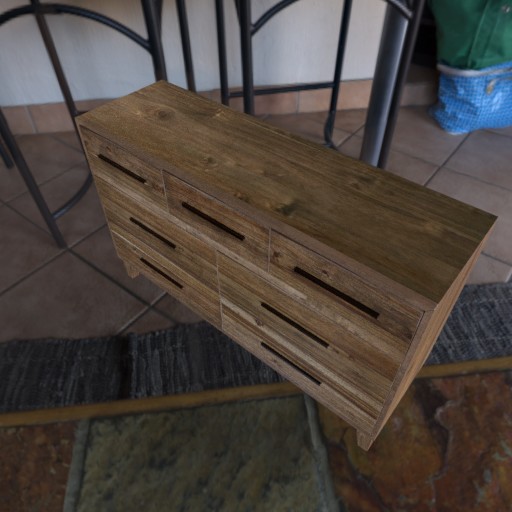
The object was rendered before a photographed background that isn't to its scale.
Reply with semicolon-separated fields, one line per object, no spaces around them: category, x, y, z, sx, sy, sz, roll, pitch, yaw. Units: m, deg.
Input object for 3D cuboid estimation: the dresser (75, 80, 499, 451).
dresser;0.000;0.000;1.745;1.400;0.873;0.446;31;53;27
